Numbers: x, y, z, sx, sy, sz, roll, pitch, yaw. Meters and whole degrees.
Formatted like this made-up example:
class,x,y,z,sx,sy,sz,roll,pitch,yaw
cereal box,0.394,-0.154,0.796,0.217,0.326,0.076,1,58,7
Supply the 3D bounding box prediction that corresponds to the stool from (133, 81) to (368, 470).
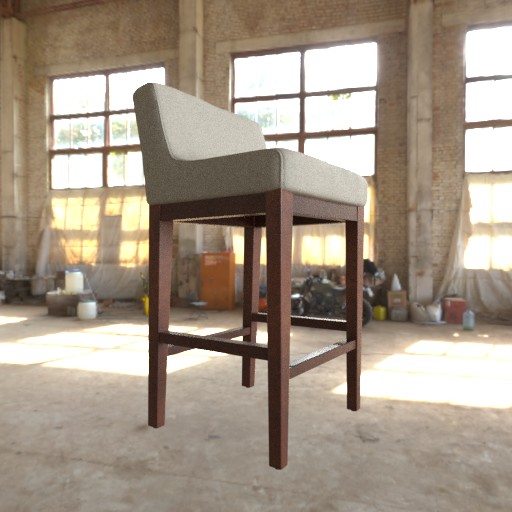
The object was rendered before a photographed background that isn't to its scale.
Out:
class,x,y,z,sx,sy,sz,roll,pitch,yaw
stool,0.000,0.000,1.276,0.500,0.937,0.511,1,1,35
